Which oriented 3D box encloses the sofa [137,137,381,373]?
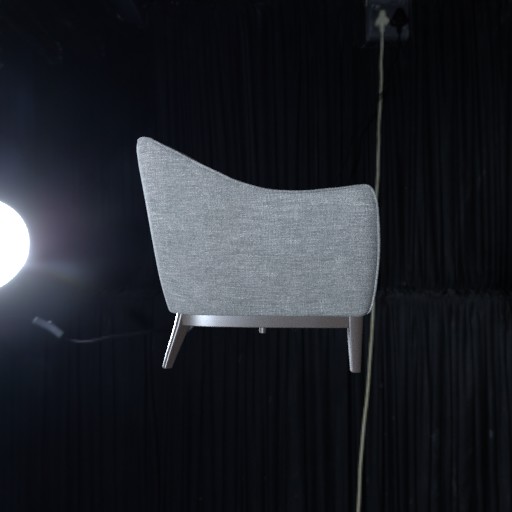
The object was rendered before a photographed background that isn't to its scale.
[{"bbox_3d":[0.000,0.000,2.401,0.867,0.829,1.928,0,-1,1],"label":"sofa"}]
